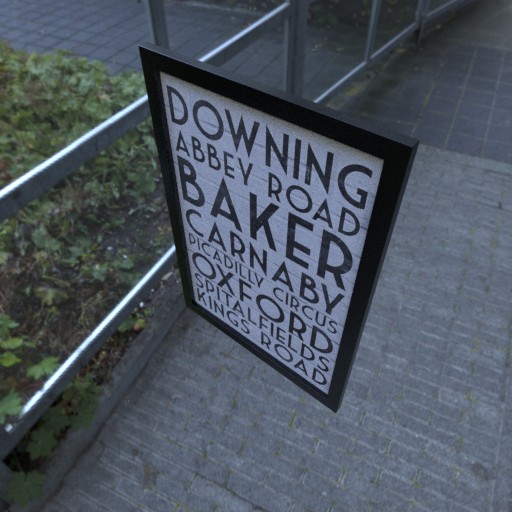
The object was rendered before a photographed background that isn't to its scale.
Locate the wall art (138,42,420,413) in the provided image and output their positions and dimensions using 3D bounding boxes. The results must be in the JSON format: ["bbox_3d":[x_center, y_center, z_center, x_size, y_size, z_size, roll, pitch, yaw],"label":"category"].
[{"bbox_3d":[0.000,0.000,0.829,0.462,0.656,0.019,30,53,26],"label":"wall art"}]
